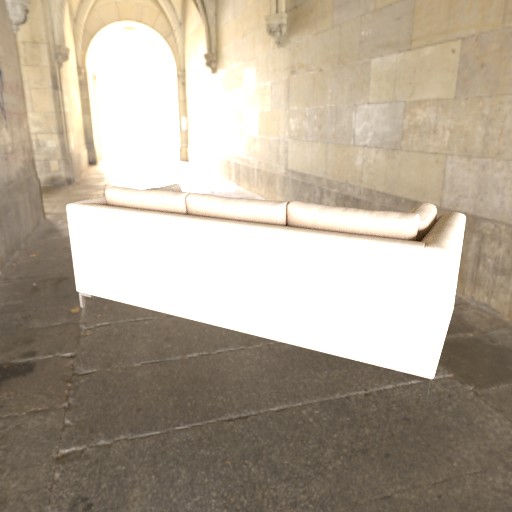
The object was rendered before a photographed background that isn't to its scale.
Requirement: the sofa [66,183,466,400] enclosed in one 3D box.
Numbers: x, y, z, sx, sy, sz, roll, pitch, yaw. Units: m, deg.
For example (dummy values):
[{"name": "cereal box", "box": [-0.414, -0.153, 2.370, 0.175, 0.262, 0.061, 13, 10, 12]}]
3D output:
[{"name": "sofa", "box": [0.000, 0.000, 2.948, 2.415, 0.867, 0.969, 9, 19, 27]}]
